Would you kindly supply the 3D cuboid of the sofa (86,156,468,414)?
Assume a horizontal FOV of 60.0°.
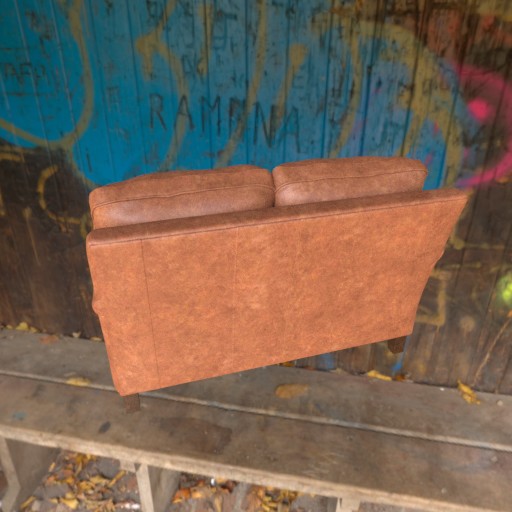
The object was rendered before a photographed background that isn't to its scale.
[{"bbox_3d":[0.000,0.000,2.175,1.527,1.004,1.077,-8,29,-15],"label":"sofa"}]
